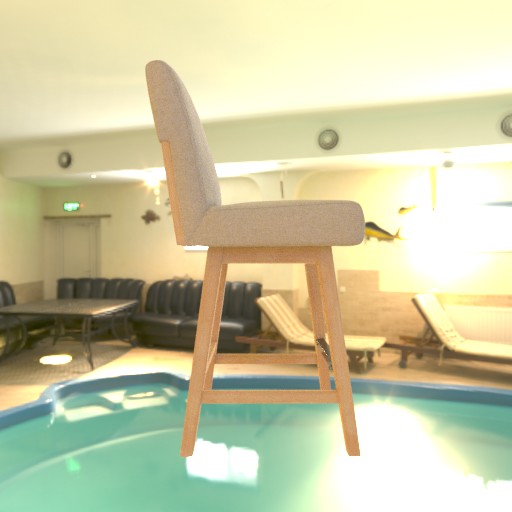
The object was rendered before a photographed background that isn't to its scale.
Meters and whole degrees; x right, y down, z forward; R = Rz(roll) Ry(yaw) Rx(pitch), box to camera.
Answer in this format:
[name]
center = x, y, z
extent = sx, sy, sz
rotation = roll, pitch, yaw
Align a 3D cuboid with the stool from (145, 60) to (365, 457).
[stool]
center = 0.000, 0.000, 1.428
extent = 0.606, 1.085, 0.507
rotation = 0, 1, 0
